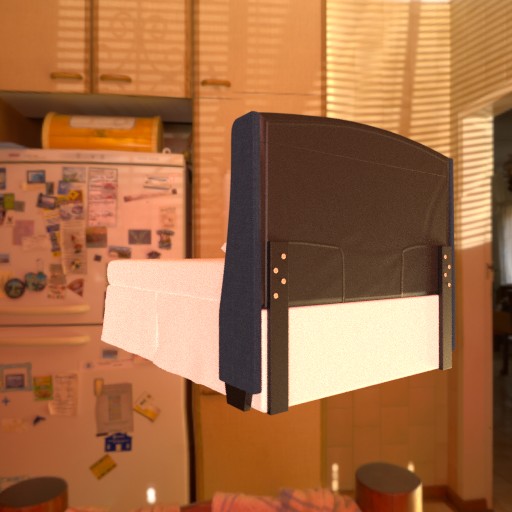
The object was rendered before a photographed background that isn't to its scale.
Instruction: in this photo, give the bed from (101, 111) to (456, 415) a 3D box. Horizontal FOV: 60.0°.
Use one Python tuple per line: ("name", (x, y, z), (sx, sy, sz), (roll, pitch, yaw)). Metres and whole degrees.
("bed", (0.000, 0.000, 3.249), (1.604, 1.402, 2.223), (0, 0, -36))
